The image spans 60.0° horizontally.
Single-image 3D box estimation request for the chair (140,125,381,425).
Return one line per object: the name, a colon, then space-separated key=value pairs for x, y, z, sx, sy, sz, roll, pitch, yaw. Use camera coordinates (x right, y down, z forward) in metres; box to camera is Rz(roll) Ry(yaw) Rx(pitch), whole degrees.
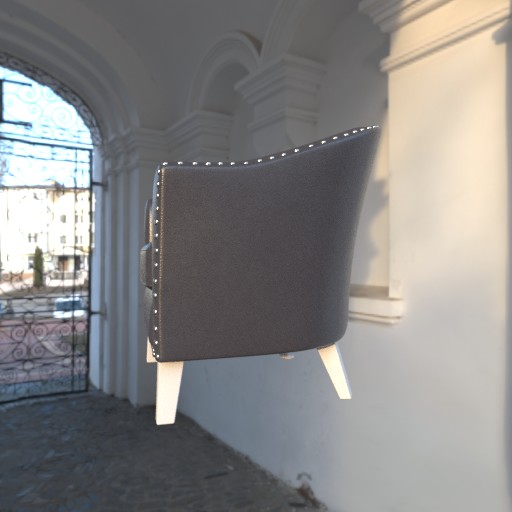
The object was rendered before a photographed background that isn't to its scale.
chair: x=0.000 y=0.000 z=1.482 sx=0.748 sy=0.823 sz=0.794 roll=0 pitch=0 yaw=-16
